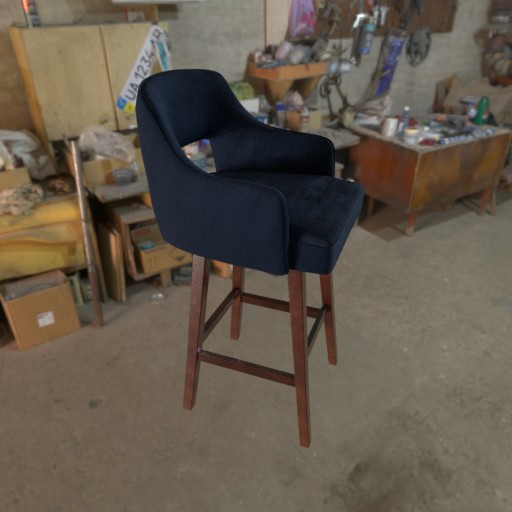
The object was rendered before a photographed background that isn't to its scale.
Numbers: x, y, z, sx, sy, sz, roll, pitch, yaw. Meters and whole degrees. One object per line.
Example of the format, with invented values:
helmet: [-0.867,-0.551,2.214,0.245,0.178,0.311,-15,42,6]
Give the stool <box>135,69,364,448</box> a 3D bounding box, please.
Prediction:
stool: [0.000,0.000,1.371,0.560,1.041,0.550,11,30,19]
